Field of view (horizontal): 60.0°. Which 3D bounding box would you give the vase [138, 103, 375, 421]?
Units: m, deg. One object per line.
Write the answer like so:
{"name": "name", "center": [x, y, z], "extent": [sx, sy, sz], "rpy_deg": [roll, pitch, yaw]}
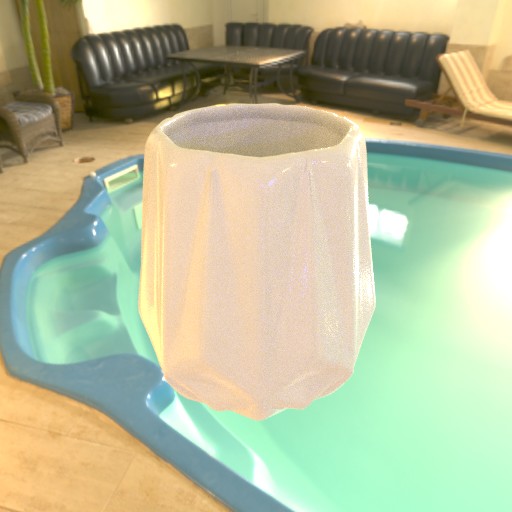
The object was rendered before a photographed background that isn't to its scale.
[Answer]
{"name": "vase", "center": [0.000, 0.000, 0.258], "extent": [0.141, 0.152, 0.141], "rpy_deg": [0, 31, 0]}
